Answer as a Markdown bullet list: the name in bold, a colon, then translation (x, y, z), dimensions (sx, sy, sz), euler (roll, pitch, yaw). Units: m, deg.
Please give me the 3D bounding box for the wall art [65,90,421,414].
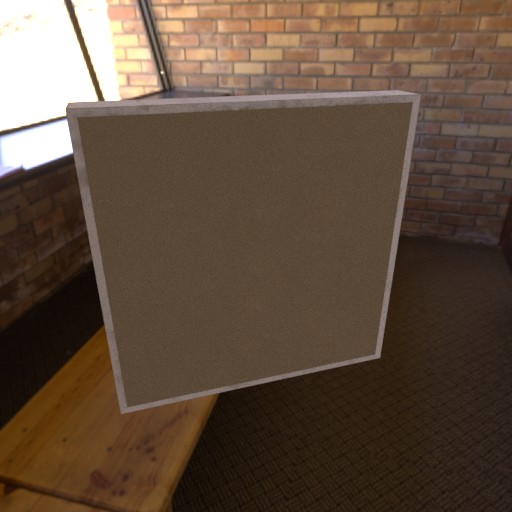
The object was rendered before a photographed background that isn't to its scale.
- **wall art**: translation (0.000, 0.000, 0.449), dimensions (0.305, 0.303, 0.038), euler (-8, 27, -15)
